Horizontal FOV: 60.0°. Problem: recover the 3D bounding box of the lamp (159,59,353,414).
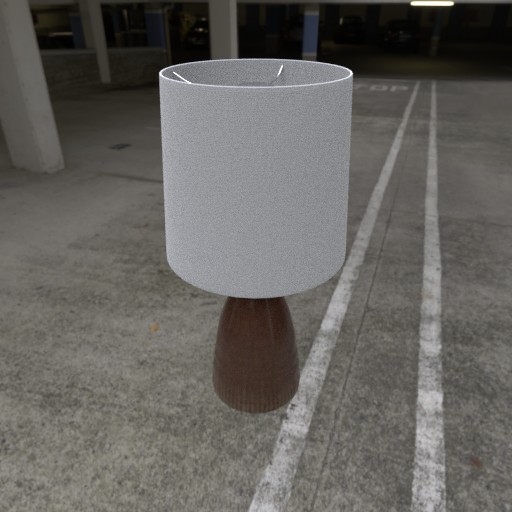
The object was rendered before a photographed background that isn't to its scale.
[{"bbox_3d":[0.000,0.000,0.474,0.186,0.369,0.186,0,30,0],"label":"lamp"}]
